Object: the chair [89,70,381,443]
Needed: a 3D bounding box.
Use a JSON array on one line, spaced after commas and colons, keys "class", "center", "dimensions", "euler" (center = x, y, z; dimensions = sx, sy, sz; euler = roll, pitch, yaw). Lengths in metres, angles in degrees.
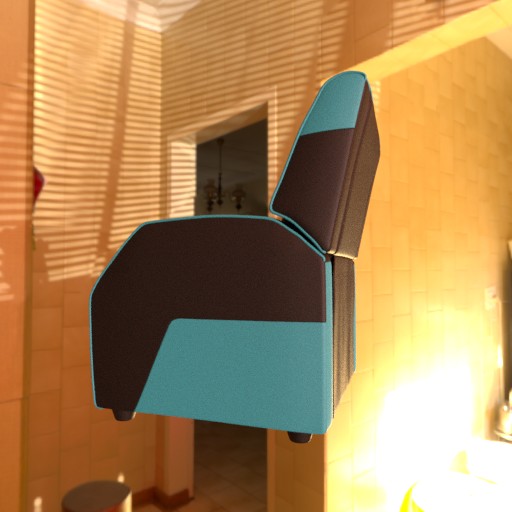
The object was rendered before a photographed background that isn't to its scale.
[{"class": "chair", "center": [0.000, 0.000, 1.264], "dimensions": [0.672, 0.805, 0.620], "euler": [-1, -2, 18]}]
